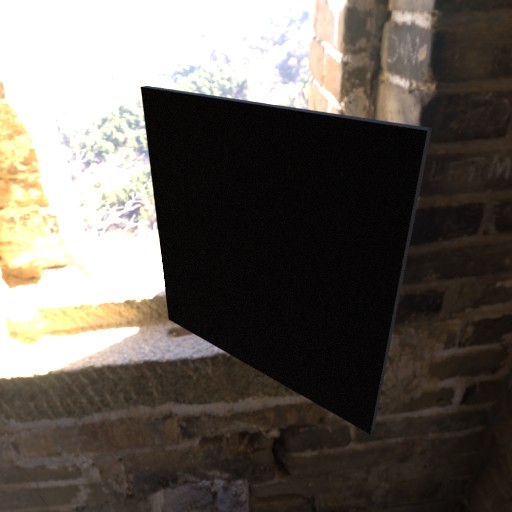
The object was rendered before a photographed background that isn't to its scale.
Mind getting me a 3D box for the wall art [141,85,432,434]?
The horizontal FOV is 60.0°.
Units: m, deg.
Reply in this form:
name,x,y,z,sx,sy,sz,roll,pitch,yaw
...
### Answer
name,x,y,z,sx,sy,sz,roll,pitch,yaw
wall art,0.000,0.000,0.691,0.456,0.458,0.013,21,36,33
